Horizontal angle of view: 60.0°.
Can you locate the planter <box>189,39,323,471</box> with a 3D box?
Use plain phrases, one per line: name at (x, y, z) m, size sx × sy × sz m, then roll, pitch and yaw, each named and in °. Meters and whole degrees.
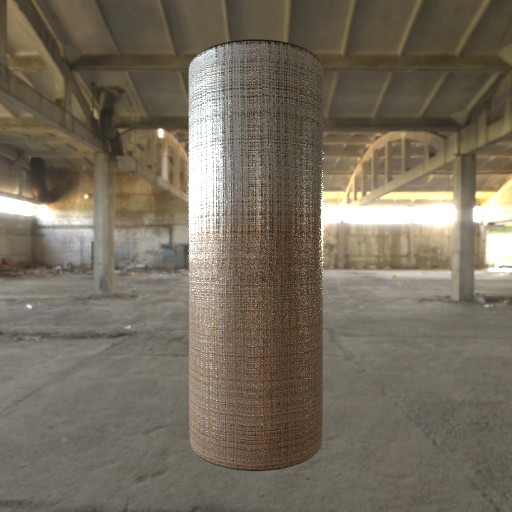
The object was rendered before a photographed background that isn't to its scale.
planter at (0.000, 0.000, 0.331) m, size 0.099 × 0.278 × 0.099 m, roll 0°, pitch 1°, yaw 1°
